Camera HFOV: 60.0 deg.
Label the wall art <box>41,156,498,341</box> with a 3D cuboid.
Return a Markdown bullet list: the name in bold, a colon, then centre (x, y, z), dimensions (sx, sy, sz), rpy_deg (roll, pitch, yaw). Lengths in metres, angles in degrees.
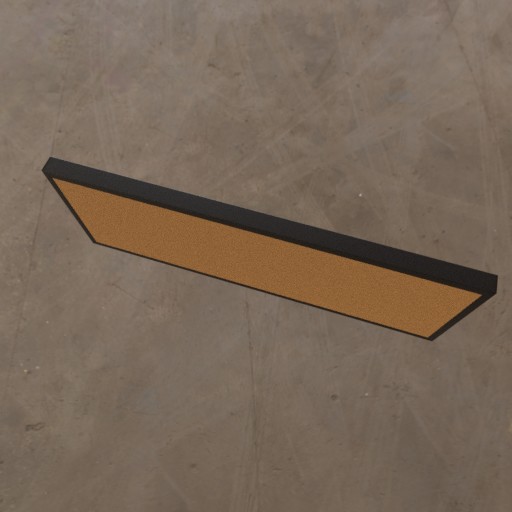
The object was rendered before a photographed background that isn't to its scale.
- **wall art**: centre (0.000, 0.000, 0.947), dimensions (0.860, 0.303, 0.037), rpy_deg (16, 65, 7)
